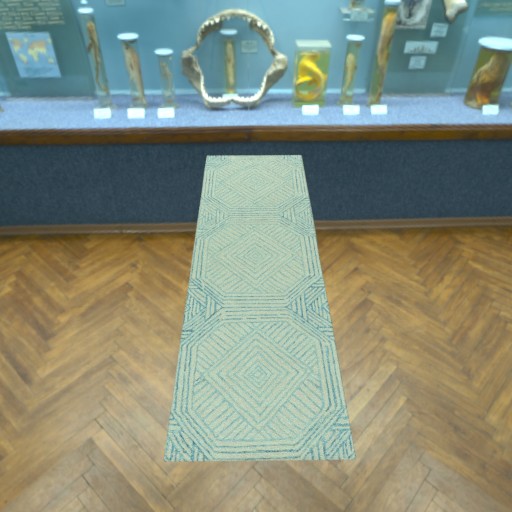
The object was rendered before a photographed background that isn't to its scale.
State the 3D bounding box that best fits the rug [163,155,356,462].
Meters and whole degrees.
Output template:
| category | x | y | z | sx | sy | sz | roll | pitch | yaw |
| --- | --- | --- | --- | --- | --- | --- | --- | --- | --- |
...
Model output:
| category | x | y | z | sx | sy | sz | roll | pitch | yaw |
| --- | --- | --- | --- | --- | --- | --- | --- | --- | --- |
| rug | 0.000 | 0.000 | 2.681 | 0.775 | 0.012 | 2.452 | 0 | 42 | -1 |
